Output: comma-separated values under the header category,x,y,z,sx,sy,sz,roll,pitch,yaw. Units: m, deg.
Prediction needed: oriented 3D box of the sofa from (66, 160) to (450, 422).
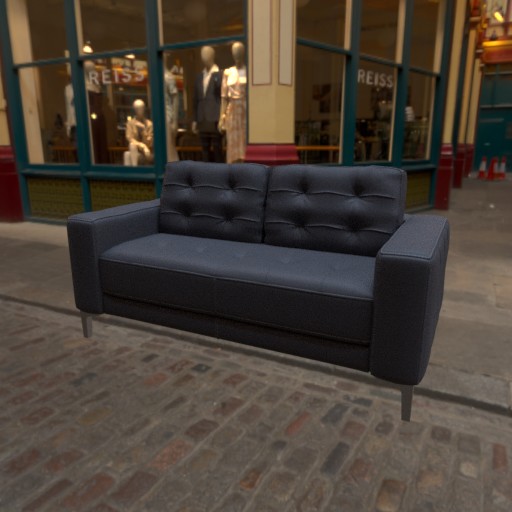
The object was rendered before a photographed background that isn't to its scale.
category,x,y,z,sx,sy,sz,roll,pitch,yaw
sofa,0.000,0.000,2.207,1.726,0.893,0.833,7,17,25
